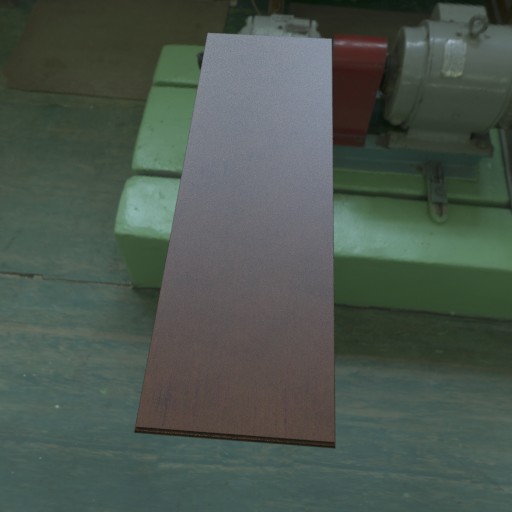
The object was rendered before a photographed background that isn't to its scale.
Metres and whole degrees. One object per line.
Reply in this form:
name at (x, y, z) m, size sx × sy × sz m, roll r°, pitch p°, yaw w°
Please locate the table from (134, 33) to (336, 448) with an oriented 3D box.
table at (0.000, 0.000, 1.476) m, size 0.399 × 0.763 × 1.197 m, roll 4°, pitch 63°, yaw 2°
